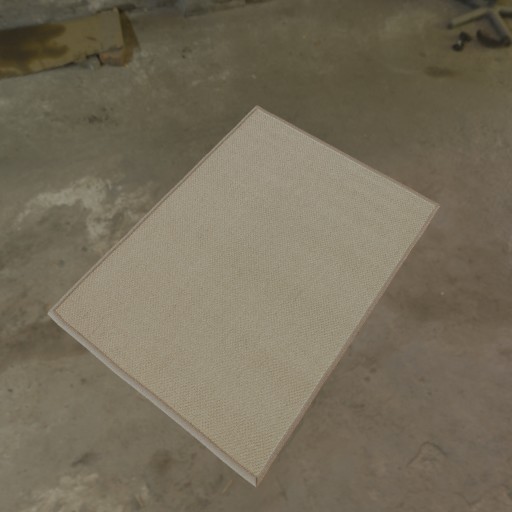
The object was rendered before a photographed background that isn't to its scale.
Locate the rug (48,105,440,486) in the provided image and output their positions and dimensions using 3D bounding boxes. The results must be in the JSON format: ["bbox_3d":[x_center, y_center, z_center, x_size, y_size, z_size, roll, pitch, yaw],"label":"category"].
[{"bbox_3d":[0.000,0.000,2.763,1.525,0.020,2.081,33,67,16],"label":"rug"}]
